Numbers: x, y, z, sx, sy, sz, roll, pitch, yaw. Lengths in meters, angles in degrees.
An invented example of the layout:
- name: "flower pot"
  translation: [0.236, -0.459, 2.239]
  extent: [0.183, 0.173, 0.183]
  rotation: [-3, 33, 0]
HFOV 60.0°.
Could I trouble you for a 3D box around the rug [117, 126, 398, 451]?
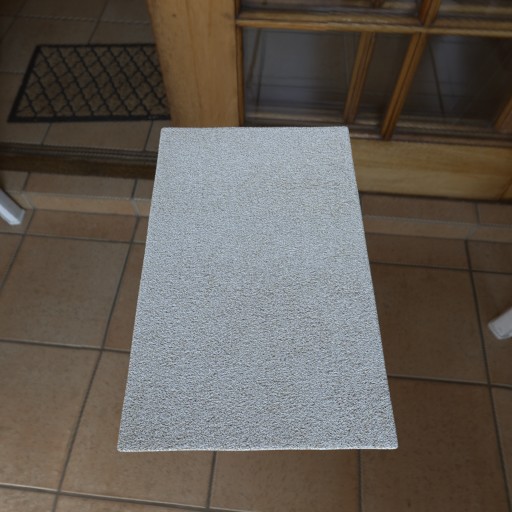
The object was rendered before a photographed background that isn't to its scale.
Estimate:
- name: "rug"
  translation: [0.000, 0.000, 3.015]
  extent: [1.524, 0.030, 2.438]
  rotation: [0, 60, 0]
